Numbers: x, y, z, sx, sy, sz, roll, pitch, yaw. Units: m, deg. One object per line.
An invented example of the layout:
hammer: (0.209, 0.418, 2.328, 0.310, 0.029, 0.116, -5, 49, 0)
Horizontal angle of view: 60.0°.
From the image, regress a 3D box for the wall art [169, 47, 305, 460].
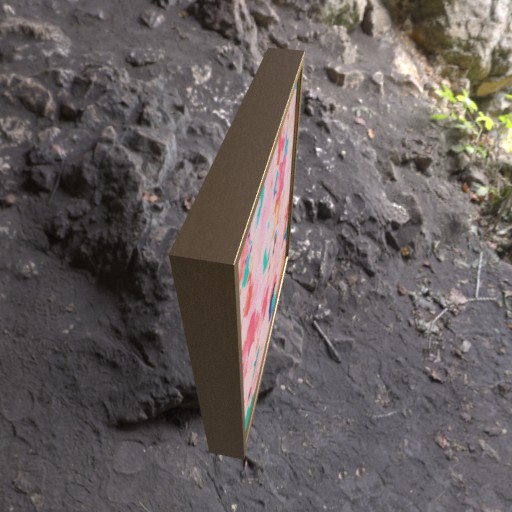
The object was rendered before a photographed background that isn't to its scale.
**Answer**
wall art: (0.000, 0.000, 0.463, 0.038, 0.305, 0.304, 9, 47, 8)
